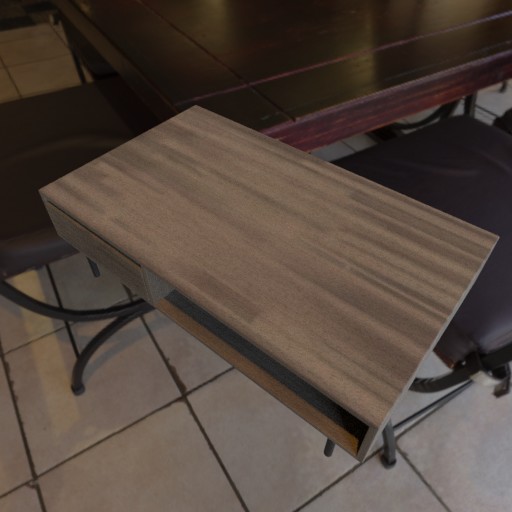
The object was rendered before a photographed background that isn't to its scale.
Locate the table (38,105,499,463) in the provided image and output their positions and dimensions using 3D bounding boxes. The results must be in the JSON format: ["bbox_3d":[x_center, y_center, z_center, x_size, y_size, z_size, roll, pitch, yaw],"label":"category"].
[{"bbox_3d":[0.000,0.000,1.324,1.088,0.347,0.643,31,54,26],"label":"table"}]
